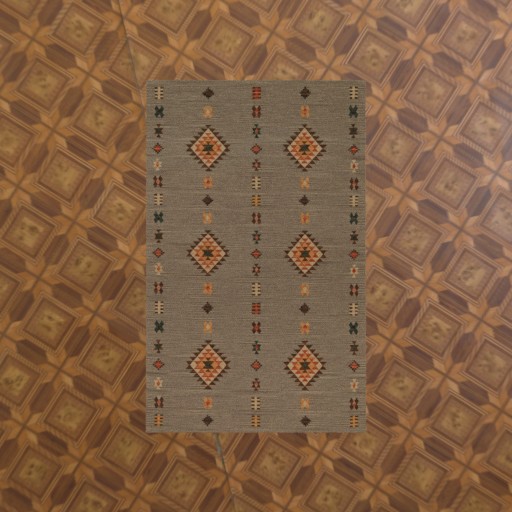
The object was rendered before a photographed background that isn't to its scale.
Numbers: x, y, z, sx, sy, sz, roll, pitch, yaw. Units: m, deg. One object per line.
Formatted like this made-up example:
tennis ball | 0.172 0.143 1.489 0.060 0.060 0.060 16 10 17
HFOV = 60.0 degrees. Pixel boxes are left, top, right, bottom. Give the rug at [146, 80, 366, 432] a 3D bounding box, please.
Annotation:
rug | 0.000 0.000 3.054 1.515 0.007 2.427 0 90 0
